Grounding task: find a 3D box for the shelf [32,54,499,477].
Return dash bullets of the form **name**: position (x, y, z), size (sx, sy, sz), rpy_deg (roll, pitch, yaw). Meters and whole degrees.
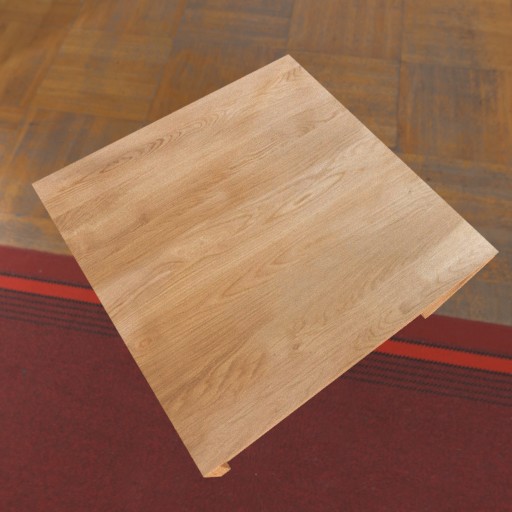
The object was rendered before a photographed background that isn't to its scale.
- **shelf**: position (0.000, 0.000, 1.404), size (0.899, 0.480, 0.899), rpy_deg (-32, 68, -15)
